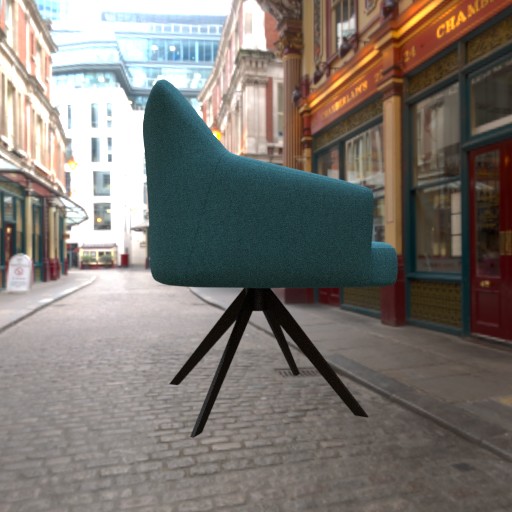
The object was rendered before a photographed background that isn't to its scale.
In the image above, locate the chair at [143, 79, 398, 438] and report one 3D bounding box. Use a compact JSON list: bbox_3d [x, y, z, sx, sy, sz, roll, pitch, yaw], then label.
[{"bbox_3d":[0.000,0.000,1.366,0.677,0.874,0.642,0,-1,-17],"label":"chair"}]
